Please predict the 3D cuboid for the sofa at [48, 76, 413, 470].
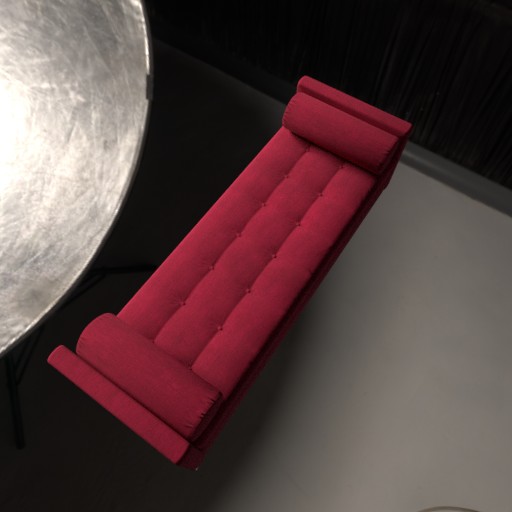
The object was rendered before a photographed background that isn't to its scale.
[{"bbox_3d":[0.000,0.000,2.315,0.686,0.635,1.981,31,67,15],"label":"sofa"}]
